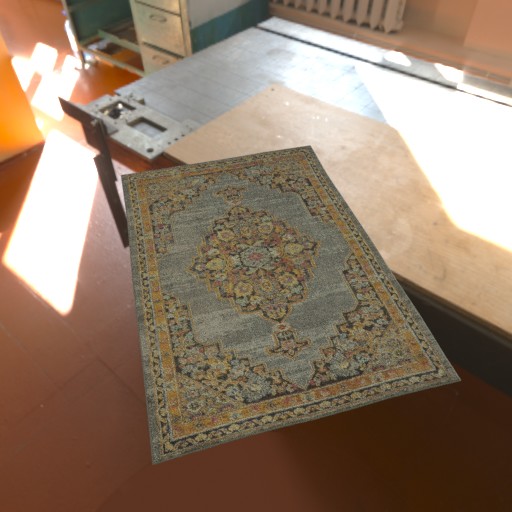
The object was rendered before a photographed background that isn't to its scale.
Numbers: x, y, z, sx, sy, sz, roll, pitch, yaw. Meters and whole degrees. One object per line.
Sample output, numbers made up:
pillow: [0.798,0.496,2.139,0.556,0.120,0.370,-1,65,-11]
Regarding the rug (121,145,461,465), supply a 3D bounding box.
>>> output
rug: [0.000,0.000,3.919,2.158,0.024,3.063,-11,48,-10]
